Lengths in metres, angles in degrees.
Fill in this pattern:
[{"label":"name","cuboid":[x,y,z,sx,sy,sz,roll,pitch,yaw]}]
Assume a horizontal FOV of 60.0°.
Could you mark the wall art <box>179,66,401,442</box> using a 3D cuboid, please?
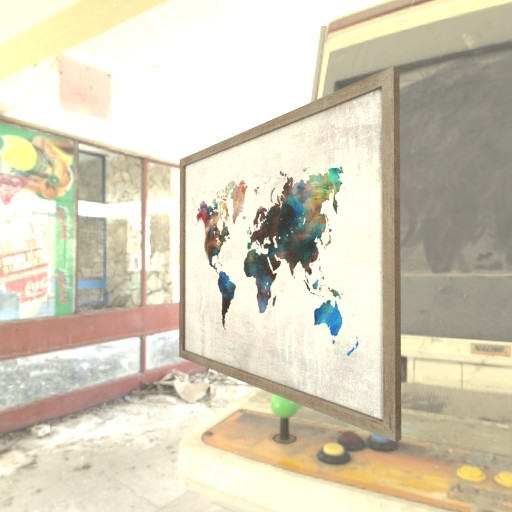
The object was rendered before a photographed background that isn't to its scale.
[{"label":"wall art","cuboid":[0.000,0.000,1.331,0.019,0.774,1.012,1,-1,-35]}]
